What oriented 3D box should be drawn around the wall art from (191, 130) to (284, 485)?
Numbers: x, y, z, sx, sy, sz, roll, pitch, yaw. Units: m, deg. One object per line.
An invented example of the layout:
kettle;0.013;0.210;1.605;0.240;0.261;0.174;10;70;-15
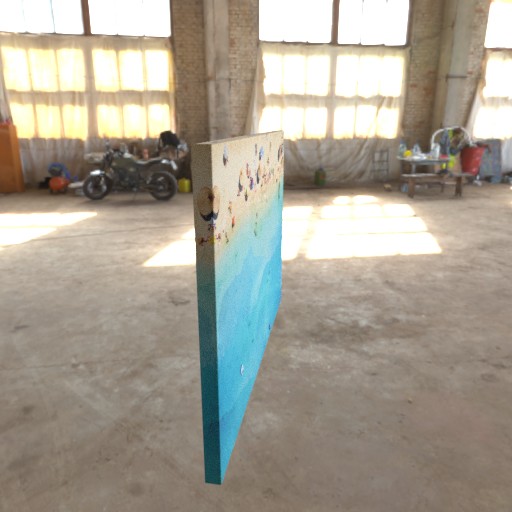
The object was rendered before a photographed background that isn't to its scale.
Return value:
wall art;0.000;0.000;1.453;0.040;0.769;1.136;3;17;10
